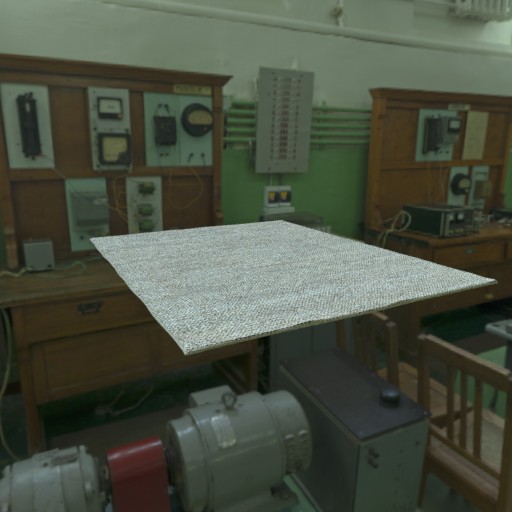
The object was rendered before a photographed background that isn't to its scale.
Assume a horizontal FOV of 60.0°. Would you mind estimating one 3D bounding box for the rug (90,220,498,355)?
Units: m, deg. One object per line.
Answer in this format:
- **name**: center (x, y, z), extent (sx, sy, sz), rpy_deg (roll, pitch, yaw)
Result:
- **rug**: center (0.000, 0.000, 4.012), extent (2.429, 0.030, 3.052), rpy_deg (-8, 16, -27)
